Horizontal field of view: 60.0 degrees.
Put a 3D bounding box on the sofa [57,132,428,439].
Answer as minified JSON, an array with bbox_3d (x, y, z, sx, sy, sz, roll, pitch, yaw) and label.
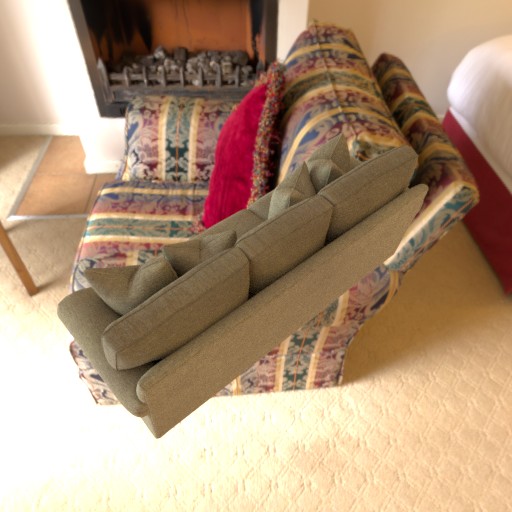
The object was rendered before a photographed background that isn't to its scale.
[{"bbox_3d":[0.000,0.000,2.828,2.312,0.975,0.965,-33,55,-27],"label":"sofa"}]
